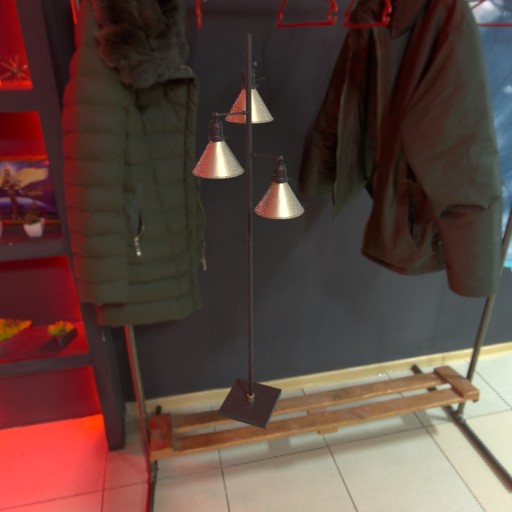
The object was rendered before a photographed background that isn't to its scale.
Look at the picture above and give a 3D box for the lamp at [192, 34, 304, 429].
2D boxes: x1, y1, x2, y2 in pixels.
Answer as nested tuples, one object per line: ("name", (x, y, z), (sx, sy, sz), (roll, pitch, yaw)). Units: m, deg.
("lamp", (0.000, 0.000, 1.916), (0.415, 1.716, 0.428), (9, 28, 18))
